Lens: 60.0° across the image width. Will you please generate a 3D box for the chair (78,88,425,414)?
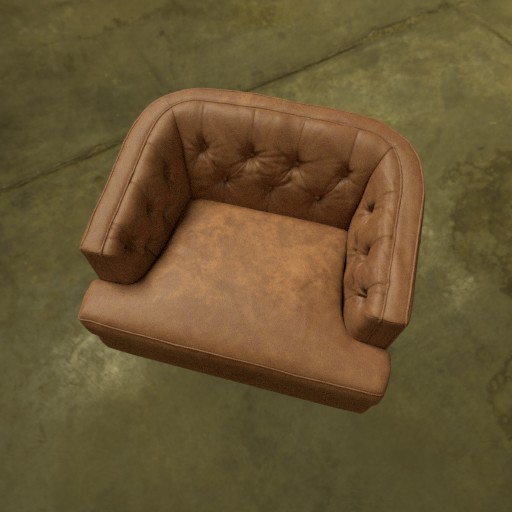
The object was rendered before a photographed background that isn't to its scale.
[{"bbox_3d":[0.000,0.000,1.764,1.119,0.836,0.911,13,60,7],"label":"chair"}]
